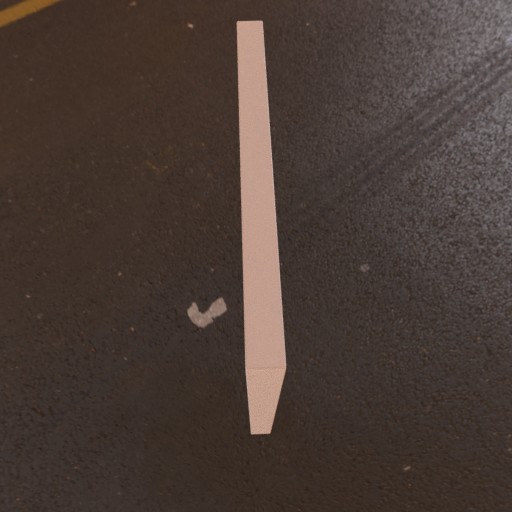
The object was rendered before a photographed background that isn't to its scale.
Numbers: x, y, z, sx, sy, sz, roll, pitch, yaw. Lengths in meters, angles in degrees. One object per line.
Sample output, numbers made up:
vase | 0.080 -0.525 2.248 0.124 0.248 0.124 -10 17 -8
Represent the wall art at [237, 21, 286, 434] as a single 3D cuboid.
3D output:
wall art | 0.000 0.000 0.750 0.038 0.508 0.508 -2 62 -1
